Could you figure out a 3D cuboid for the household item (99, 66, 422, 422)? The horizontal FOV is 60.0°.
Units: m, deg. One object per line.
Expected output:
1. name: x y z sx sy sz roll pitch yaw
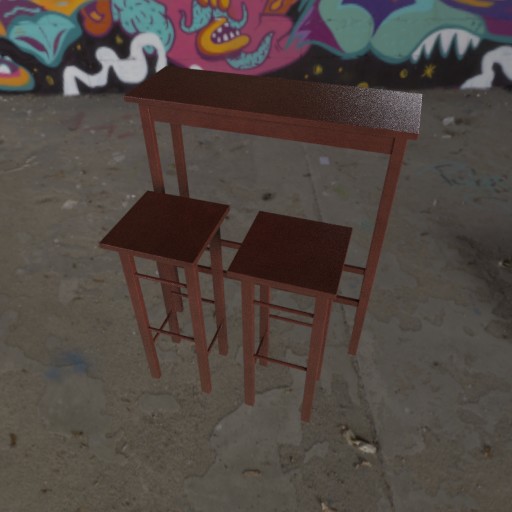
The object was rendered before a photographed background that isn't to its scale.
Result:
1. household item: 0.000 0.000 1.643 0.914 1.067 0.676 12 42 13
